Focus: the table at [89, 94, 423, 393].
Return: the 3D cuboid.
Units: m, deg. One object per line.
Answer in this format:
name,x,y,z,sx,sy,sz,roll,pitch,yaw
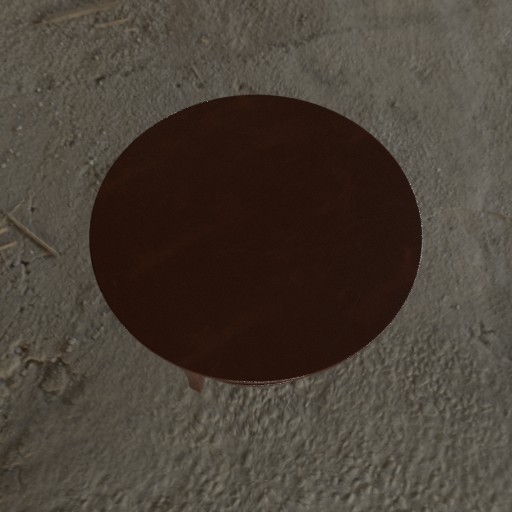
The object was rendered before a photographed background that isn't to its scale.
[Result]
table,0.000,0.000,1.451,0.911,0.512,0.911,0,63,0
